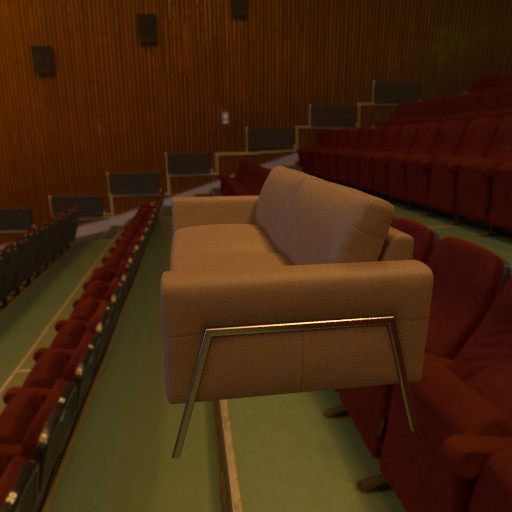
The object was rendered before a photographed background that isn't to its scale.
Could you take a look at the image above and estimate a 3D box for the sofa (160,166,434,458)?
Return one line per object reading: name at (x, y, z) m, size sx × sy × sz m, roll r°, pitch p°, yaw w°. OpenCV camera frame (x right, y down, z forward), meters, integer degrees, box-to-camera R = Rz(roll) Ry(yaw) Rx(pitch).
sofa at (0.000, 0.000, 2.457) m, size 0.953 × 0.875 × 2.017 m, roll -2°, pitch 16°, yaw -9°
